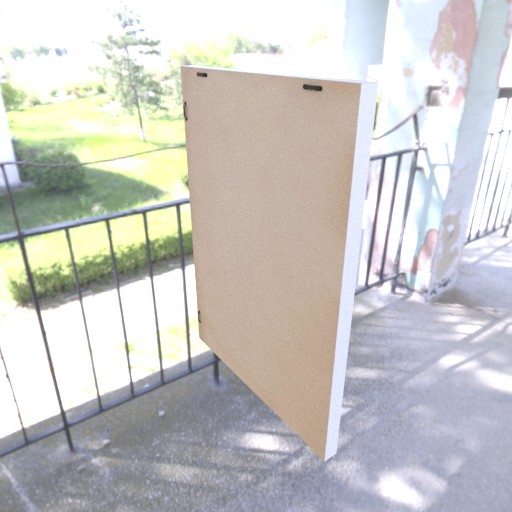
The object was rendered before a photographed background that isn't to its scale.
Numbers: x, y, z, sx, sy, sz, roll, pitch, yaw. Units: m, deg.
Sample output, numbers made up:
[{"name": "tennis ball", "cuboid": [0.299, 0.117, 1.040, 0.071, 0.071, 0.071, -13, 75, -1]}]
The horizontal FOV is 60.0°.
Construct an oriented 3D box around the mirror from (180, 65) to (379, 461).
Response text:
[{"name": "mirror", "cuboid": [0.000, 0.000, 0.925, 0.039, 0.710, 0.507, -18, 31, -32]}]
